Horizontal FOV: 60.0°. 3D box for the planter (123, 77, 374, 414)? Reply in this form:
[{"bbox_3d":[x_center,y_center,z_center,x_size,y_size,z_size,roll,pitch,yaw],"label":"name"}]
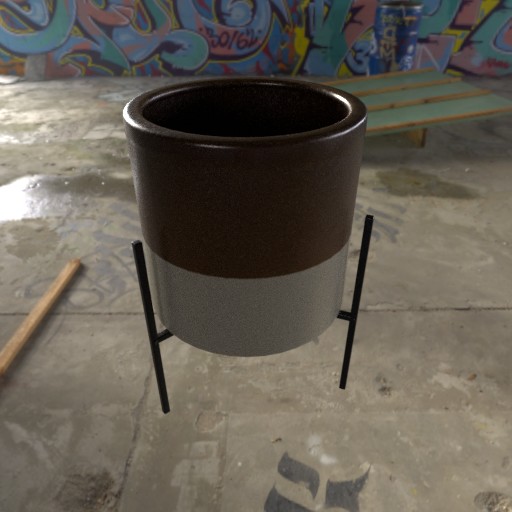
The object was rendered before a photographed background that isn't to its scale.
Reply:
[{"bbox_3d":[0.000,0.000,0.555,0.269,0.375,0.255,11,35,16],"label":"planter"}]
